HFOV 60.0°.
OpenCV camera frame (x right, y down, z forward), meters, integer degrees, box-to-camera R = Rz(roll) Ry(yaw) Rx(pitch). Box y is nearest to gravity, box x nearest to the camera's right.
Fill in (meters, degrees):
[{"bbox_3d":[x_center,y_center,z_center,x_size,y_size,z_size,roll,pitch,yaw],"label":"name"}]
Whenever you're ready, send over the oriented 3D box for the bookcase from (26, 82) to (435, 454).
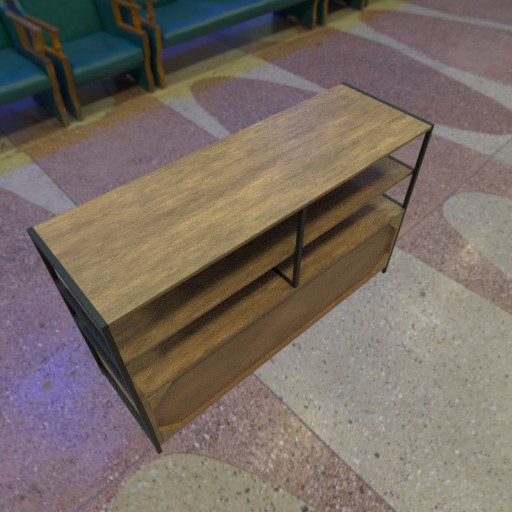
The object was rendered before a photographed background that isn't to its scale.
[{"bbox_3d":[0.000,0.000,1.489,1.149,0.712,0.391,-33,55,-27],"label":"bookcase"}]
